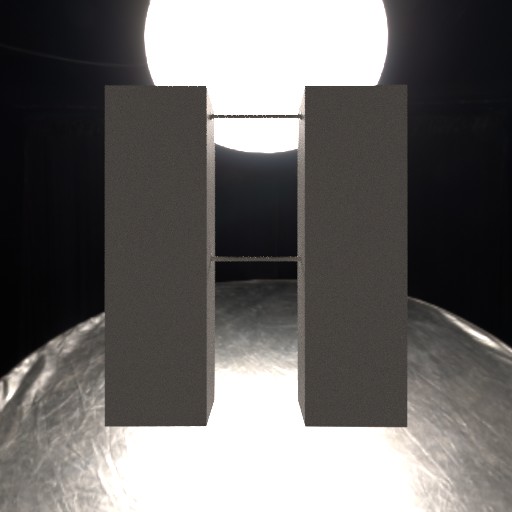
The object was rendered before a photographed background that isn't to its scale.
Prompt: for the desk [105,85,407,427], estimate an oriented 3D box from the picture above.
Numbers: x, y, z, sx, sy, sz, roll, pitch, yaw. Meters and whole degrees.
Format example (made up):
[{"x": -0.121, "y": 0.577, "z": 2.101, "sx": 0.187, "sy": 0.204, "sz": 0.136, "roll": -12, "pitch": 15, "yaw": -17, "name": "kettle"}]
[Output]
[{"x": 0.000, "y": 0.000, "z": 2.833, "sx": 1.770, "sy": 2.000, "sz": 0.480, "roll": 0, "pitch": 0, "yaw": 0, "name": "desk"}]
